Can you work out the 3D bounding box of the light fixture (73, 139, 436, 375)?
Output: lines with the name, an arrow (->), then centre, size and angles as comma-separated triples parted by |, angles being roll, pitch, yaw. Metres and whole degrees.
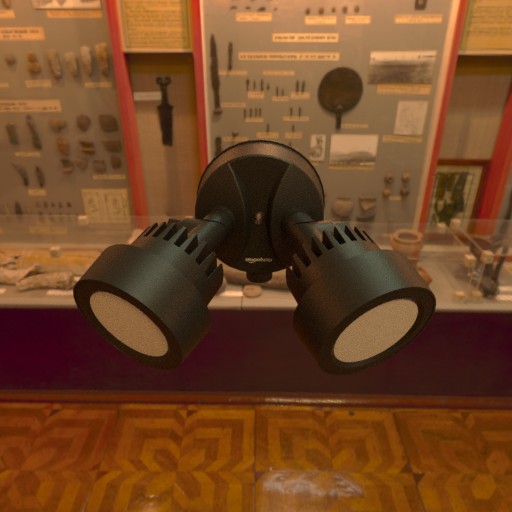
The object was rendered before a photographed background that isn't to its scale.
light fixture -> 0.000, 0.000, 0.305 | 0.213, 0.120, 0.168 | 1, 28, 2
